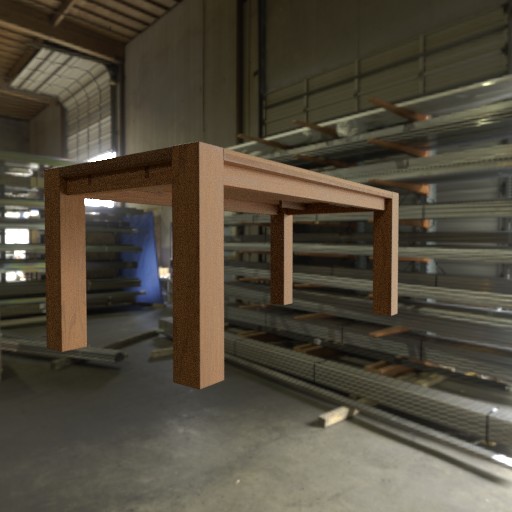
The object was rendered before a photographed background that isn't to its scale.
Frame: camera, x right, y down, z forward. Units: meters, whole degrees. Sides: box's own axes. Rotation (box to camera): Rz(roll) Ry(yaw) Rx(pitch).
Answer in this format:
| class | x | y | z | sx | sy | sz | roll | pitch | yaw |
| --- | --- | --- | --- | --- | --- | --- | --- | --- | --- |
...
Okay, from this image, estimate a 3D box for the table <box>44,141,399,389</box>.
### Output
| class | x | y | z | sx | sy | sz | roll | pitch | yaw |
| --- | --- | --- | --- | --- | --- | --- | --- | --- | --- |
| table | 0.000 | 0.000 | 2.341 | 0.900 | 0.760 | 1.800 | 1 | 2 | 36 |
